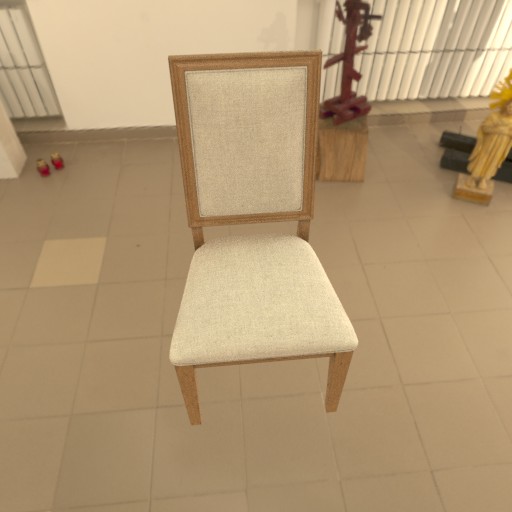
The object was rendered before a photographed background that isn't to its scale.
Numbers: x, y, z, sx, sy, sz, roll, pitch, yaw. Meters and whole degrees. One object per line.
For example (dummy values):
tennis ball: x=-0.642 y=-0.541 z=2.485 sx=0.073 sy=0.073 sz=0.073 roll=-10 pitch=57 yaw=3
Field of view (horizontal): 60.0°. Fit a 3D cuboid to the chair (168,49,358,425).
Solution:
chair: x=0.000 y=0.000 z=1.357 sx=0.536 sy=0.988 sz=0.601 roll=-4 pitch=47 yaw=-4
